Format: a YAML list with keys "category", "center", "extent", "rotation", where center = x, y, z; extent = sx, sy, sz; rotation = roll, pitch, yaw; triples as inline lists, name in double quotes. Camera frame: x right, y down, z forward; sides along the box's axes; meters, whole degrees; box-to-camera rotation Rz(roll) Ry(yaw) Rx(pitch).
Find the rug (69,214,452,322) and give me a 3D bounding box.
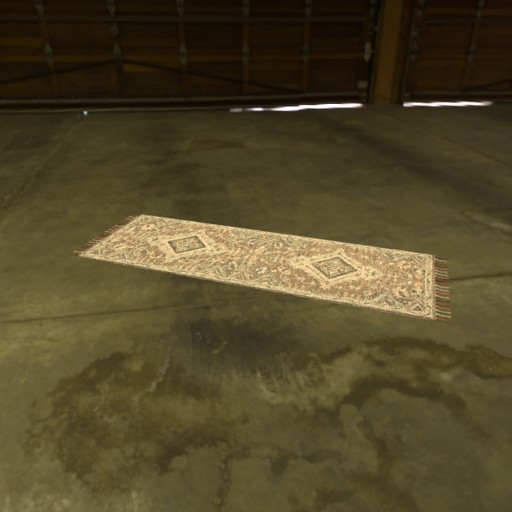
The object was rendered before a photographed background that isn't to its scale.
- category: "rug"
  center: [0.000, 0.000, 2.797]
  extent: [2.378, 0.018, 1.324]
  rotation: [18, 32, 31]
